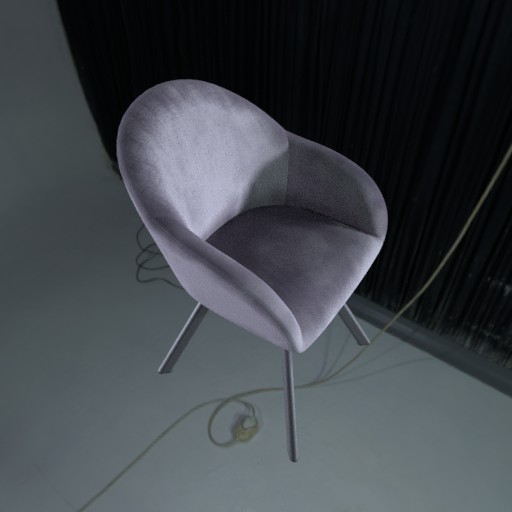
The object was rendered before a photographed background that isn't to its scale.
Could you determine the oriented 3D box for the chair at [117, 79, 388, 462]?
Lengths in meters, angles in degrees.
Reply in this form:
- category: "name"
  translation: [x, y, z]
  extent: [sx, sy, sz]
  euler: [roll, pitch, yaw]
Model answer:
- category: "chair"
  translation: [0.000, 0.000, 1.180]
  extent: [0.590, 0.795, 0.550]
  euler: [24, 46, 26]
